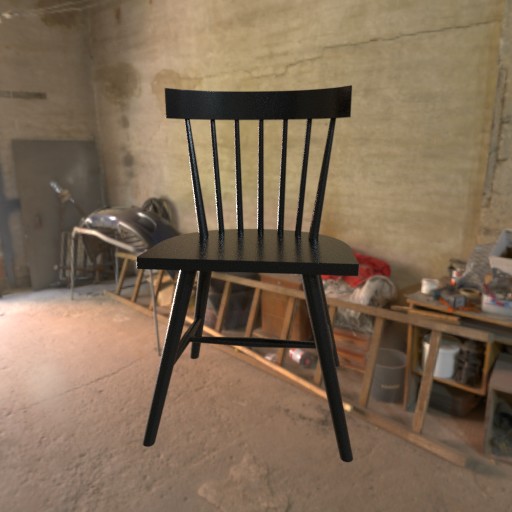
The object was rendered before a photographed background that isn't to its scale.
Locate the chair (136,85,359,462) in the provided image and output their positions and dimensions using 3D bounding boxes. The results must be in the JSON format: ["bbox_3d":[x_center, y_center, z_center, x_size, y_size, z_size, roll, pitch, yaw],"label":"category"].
[{"bbox_3d":[0.000,0.000,1.172,0.506,0.844,0.483,2,14,6],"label":"chair"}]
